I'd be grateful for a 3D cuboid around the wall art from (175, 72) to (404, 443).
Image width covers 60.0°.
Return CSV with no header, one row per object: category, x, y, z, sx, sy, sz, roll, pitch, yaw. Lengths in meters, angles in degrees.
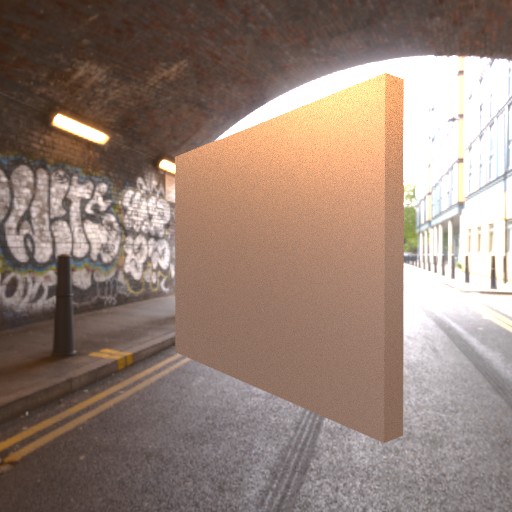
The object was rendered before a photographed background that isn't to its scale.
wall art,0.000,0.000,1.407,0.066,0.801,1.056,0,1,-35
